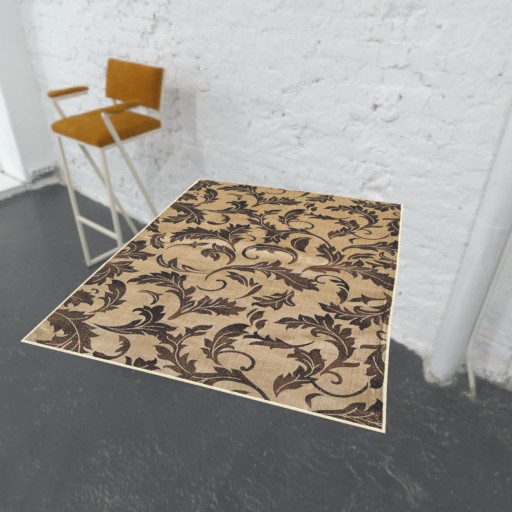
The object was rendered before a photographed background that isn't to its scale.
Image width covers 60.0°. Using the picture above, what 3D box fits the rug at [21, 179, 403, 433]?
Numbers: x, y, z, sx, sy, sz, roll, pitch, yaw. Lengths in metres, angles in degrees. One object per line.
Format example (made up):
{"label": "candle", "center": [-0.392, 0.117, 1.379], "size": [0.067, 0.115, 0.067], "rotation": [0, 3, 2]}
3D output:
{"label": "rug", "center": [0.000, 0.000, 3.856], "size": [2.380, 0.008, 2.977], "rotation": [9, 33, 15]}
